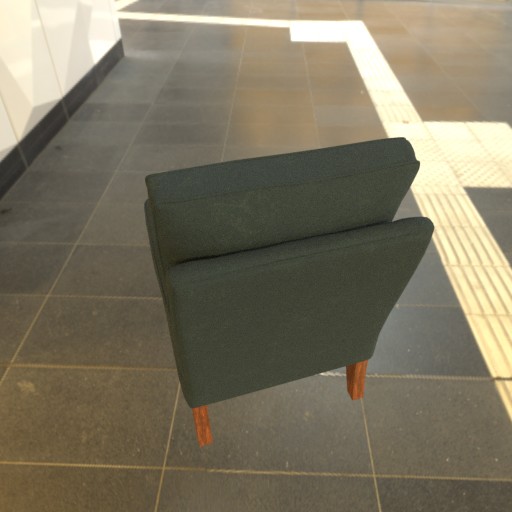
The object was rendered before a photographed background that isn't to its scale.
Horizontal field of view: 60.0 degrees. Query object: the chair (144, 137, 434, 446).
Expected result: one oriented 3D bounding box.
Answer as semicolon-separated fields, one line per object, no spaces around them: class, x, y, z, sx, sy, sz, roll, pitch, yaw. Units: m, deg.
chair;0.000;0.000;1.616;0.724;1.052;0.912;-12;42;-13
